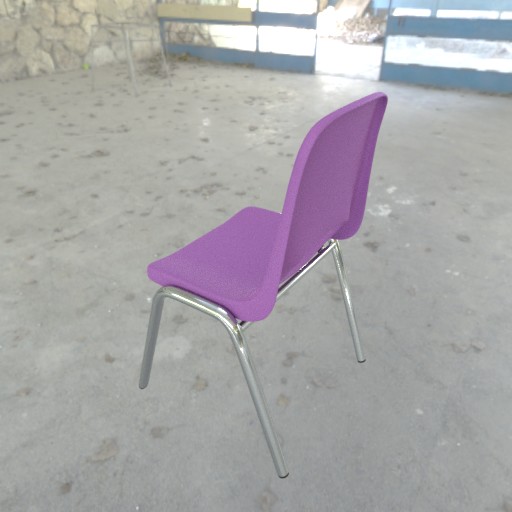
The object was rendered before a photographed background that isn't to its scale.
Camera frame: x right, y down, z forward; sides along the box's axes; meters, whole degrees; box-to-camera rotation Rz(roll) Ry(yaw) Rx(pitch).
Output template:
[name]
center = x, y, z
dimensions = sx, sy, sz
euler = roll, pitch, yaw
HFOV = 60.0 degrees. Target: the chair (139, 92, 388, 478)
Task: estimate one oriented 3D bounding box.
[chair]
center = 0.000, 0.000, 0.670
dimensions = 0.301, 0.493, 0.291
euler = 20, 36, 29
